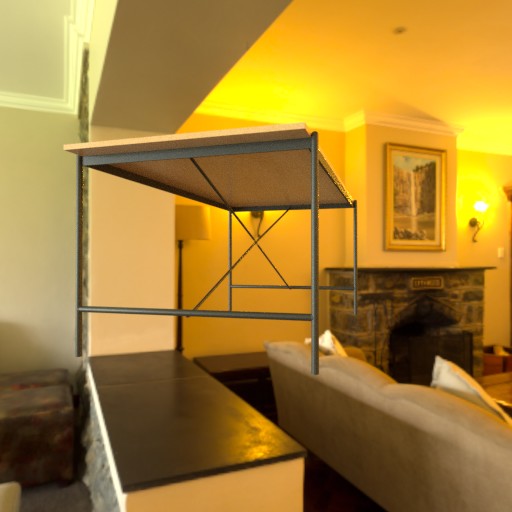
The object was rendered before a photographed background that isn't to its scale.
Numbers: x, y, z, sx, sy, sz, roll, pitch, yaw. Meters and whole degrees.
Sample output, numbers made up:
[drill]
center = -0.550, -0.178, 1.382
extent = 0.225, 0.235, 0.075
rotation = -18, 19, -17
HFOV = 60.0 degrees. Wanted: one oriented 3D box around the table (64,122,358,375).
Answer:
[table]
center = 0.000, 0.000, 2.277
extent = 0.900, 0.758, 1.800
rotation = 0, -1, 17
